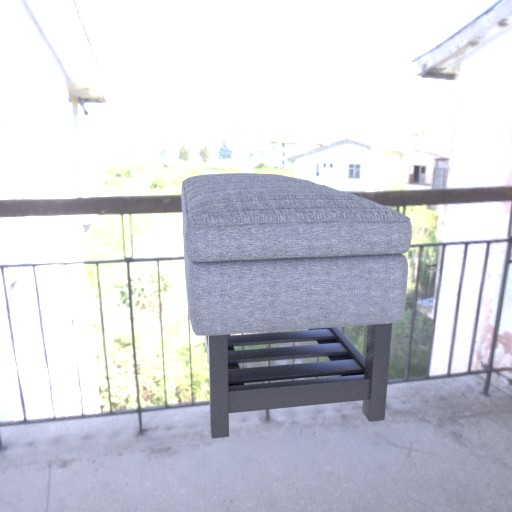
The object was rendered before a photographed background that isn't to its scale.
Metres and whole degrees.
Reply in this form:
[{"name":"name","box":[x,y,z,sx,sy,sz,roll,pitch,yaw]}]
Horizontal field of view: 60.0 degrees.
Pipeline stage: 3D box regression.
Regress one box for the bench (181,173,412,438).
[{"name":"bench","box":[0.000,0.000,1.336,0.429,0.470,1.100,-2,14,-9]}]
